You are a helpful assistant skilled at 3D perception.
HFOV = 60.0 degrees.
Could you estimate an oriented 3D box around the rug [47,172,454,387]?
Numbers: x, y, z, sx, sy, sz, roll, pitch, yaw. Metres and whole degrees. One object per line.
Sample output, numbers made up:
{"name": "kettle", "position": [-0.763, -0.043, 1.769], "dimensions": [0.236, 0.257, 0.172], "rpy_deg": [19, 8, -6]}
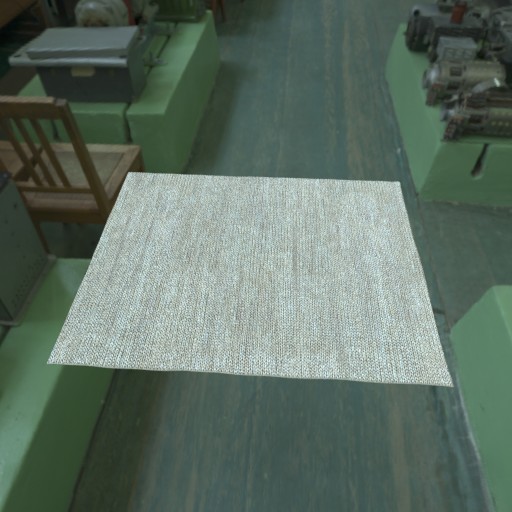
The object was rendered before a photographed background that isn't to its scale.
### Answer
{"name": "rug", "position": [0.000, 0.000, 4.125], "dimensions": [3.052, 0.030, 2.429], "rpy_deg": [3, 47, 2]}
